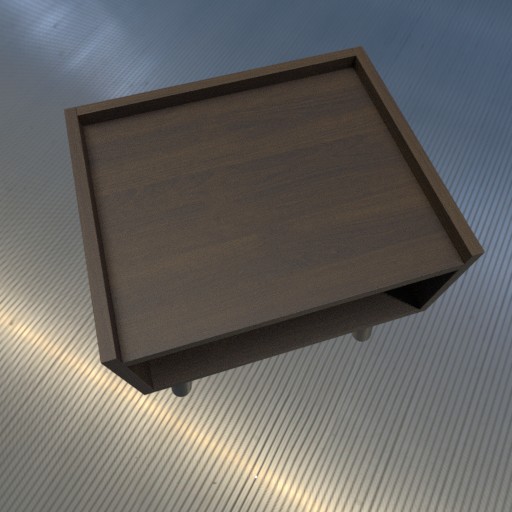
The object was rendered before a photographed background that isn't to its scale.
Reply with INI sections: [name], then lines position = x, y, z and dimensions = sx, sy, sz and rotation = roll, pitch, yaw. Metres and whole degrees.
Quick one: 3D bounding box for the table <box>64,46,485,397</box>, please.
[table]
position = 0.000, 0.000, 0.780
dimensions = 0.450, 0.470, 0.370
rotation = -15, 65, -7
